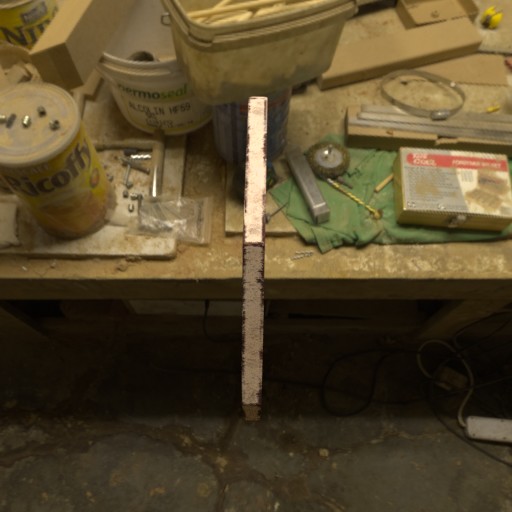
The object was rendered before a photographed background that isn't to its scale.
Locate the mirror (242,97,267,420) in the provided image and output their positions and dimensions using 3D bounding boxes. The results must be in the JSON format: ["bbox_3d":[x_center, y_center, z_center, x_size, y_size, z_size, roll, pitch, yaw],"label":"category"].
[{"bbox_3d":[0.000,0.000,0.960,0.031,0.648,0.648,1,65,1],"label":"mirror"}]
